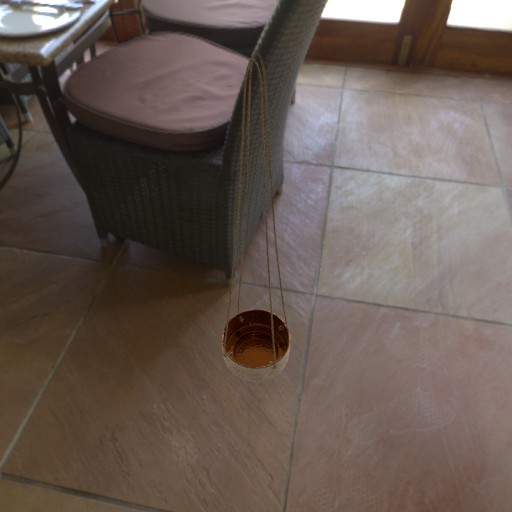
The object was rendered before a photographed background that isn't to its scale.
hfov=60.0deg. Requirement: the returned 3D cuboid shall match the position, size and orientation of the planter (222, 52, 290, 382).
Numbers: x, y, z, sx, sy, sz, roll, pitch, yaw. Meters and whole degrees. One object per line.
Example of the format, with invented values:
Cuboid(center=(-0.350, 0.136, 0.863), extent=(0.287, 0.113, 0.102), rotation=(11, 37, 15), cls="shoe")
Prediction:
Cuboid(center=(0.000, 0.000, 1.141), extent=(0.223, 1.030, 0.223), rotation=(11, 49, 10), cls="planter")
